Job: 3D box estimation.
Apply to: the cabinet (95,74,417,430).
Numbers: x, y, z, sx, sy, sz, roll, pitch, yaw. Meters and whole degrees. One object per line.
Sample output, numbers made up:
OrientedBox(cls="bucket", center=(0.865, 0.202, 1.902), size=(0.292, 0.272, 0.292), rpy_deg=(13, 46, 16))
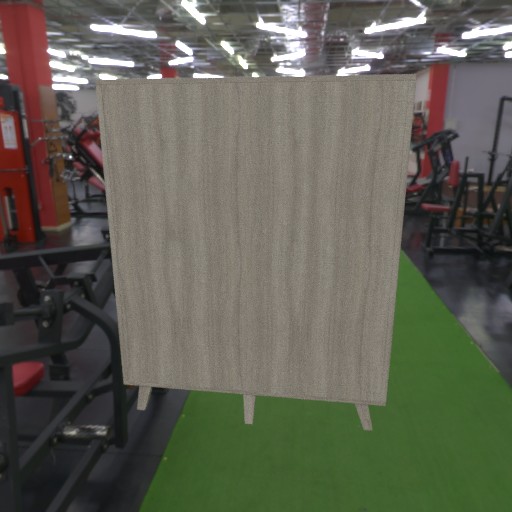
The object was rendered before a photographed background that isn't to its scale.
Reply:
OrientedBox(cls="cabinet", center=(0.000, 0.000, 1.895), size=(1.111, 1.388, 0.398), rpy_deg=(2, 16, 8))
